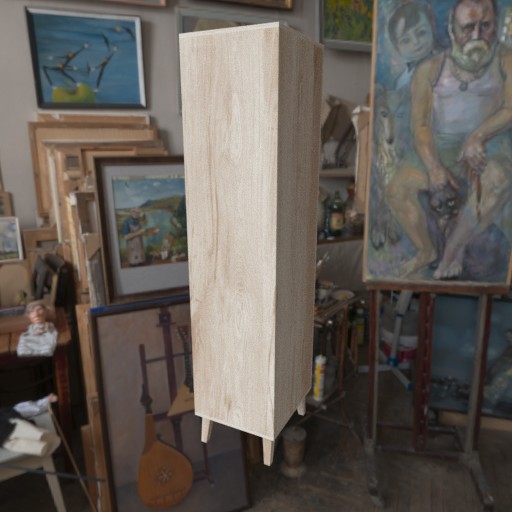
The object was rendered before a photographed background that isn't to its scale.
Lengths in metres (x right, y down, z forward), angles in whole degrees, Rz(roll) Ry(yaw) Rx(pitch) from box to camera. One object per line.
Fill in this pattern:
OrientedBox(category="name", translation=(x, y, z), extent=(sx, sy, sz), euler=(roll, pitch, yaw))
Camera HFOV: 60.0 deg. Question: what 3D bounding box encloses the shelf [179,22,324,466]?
OrientedBox(category="shelf", translation=(0.000, 0.000, 2.199), extent=(0.450, 1.960, 0.510), euler=(8, 17, 26))
